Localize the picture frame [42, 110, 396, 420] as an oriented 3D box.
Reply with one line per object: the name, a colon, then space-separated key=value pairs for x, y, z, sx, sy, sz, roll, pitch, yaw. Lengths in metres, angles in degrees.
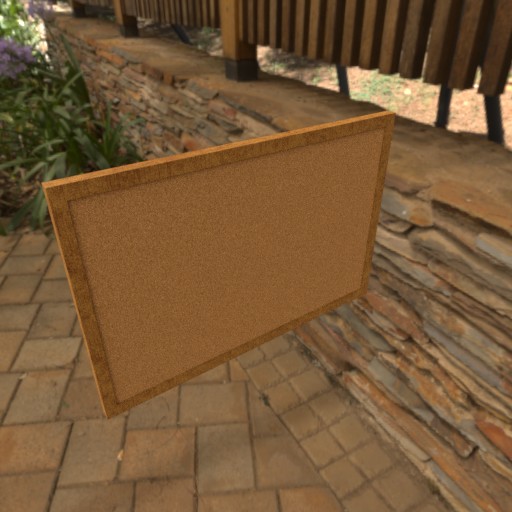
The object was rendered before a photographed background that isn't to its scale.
picture frame: x=0.000 y=0.000 z=1.176 sx=0.922 sy=0.621 sz=0.029 roll=-20 pitch=37 yaw=-29
